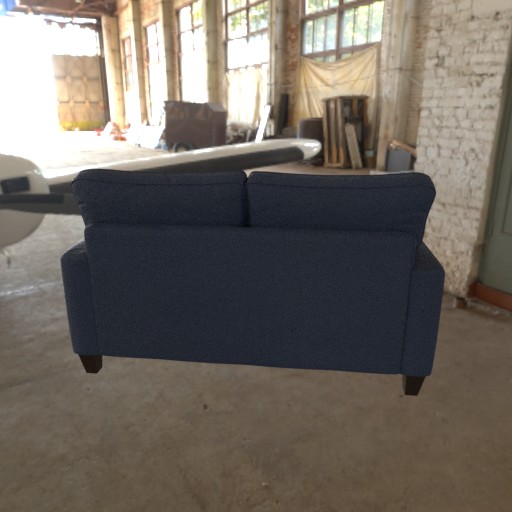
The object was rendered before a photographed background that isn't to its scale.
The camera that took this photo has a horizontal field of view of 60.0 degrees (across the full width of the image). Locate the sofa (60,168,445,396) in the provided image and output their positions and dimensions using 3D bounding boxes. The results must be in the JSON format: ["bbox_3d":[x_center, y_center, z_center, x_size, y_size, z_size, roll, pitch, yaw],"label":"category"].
[{"bbox_3d":[0.000,0.000,2.307,1.651,0.965,0.965,2,18,6],"label":"sofa"}]
